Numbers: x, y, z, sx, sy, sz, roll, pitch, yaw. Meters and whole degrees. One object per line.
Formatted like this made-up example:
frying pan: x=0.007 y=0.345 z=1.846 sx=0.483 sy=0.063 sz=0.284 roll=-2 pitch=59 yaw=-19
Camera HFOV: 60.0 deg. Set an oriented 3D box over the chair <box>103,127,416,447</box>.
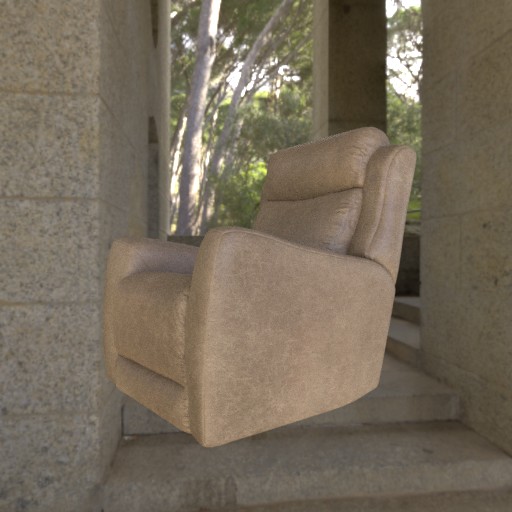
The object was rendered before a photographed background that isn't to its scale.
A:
chair: x=0.000 y=0.000 z=1.908 sx=1.068 sy=1.116 sz=0.967 roll=0 pitch=1 yaw=-36
